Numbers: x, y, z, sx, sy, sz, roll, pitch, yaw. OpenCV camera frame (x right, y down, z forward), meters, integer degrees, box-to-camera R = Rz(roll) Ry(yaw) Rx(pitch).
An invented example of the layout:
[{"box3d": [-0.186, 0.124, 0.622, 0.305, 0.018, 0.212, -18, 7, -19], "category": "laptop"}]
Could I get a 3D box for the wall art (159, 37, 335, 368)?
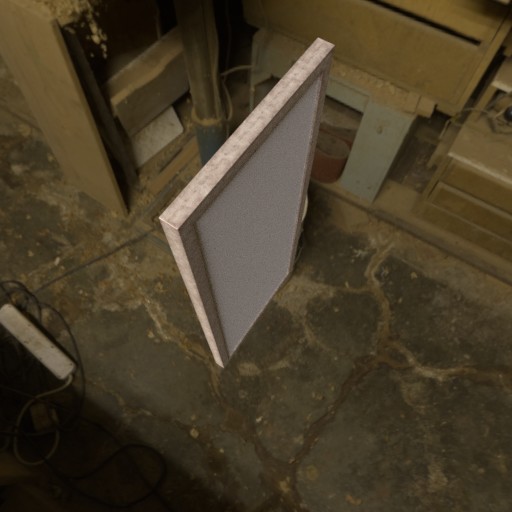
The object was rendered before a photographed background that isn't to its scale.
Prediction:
[{"box3d": [0.000, 0.000, 1.688, 0.051, 1.461, 0.648, 31, 69, 14], "category": "wall art"}]
